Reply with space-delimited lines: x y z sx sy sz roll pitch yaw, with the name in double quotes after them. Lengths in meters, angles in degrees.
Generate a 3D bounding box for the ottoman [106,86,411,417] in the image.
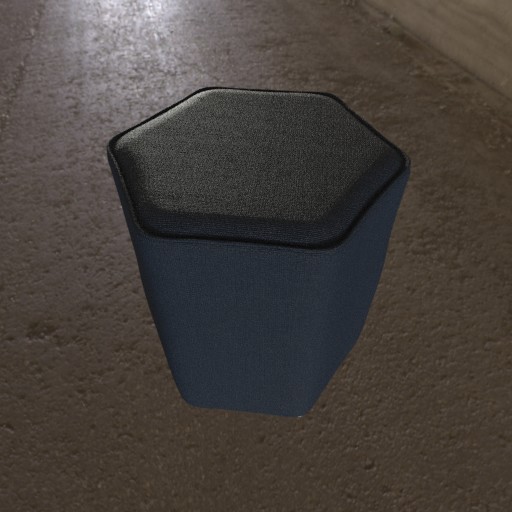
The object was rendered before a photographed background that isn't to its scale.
0.000 0.000 0.878 0.454 0.505 0.492 31 54 27 "ottoman"
